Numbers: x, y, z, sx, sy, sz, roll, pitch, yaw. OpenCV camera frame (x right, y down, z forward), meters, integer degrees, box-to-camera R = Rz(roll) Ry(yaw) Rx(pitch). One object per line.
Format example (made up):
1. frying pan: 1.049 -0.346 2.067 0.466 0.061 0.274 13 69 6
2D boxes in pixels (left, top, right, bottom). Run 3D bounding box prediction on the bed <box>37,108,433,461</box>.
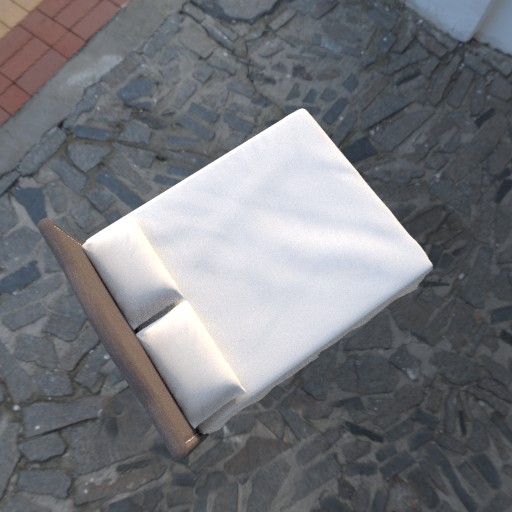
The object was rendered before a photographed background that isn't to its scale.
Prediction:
1. bed: 0.000 0.000 3.964 2.689 1.457 2.161 -34 77 -9
